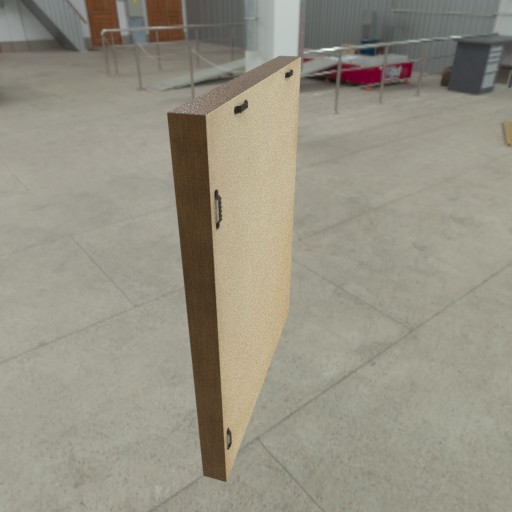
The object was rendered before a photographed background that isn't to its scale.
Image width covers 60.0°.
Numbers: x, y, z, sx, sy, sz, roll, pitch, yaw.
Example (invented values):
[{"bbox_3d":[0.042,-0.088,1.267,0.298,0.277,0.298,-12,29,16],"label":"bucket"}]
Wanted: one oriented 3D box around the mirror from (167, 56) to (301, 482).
[{"bbox_3d":[0.000,0.000,0.668,0.041,0.509,0.406,8,32,14],"label":"mirror"}]
